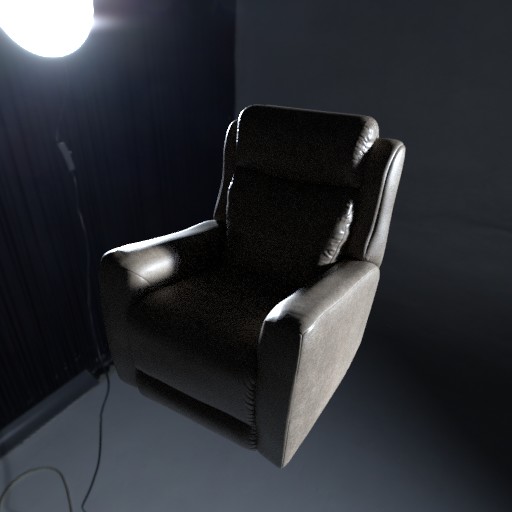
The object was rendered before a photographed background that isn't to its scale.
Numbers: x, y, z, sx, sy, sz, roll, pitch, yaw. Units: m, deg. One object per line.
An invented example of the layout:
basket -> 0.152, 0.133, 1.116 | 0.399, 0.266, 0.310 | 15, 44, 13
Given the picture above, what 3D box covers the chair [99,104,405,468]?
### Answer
chair -> 0.000, 0.000, 1.951 | 0.967, 1.116, 1.068 | 17, 33, 28
